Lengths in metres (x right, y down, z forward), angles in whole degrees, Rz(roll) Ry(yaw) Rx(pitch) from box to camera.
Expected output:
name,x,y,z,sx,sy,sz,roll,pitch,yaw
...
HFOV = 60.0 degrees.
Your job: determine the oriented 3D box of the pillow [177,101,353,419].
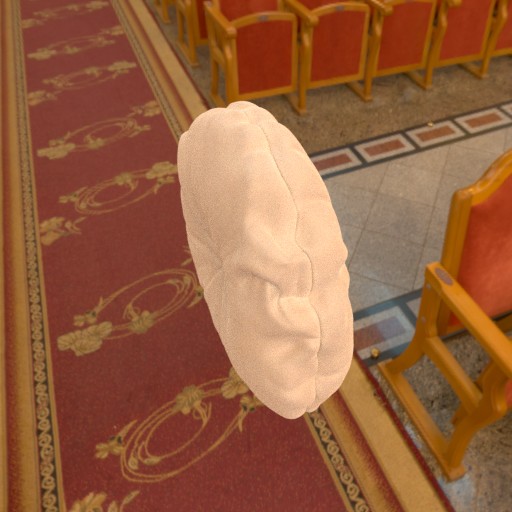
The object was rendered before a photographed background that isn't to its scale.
name,x,y,z,sx,sy,sz,roll,pitch,yaw
pillow,0.000,0.000,0.624,0.148,0.407,0.428,-16,49,-14
